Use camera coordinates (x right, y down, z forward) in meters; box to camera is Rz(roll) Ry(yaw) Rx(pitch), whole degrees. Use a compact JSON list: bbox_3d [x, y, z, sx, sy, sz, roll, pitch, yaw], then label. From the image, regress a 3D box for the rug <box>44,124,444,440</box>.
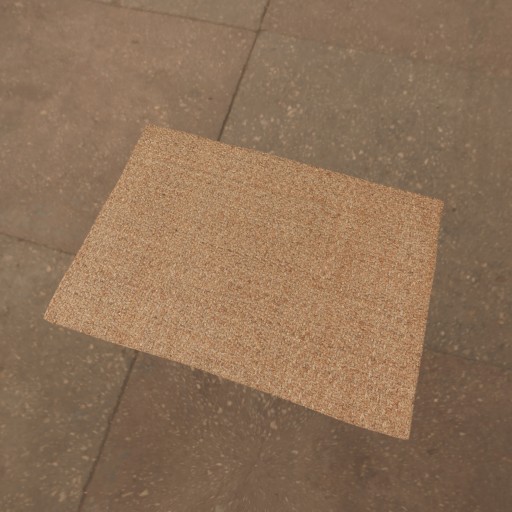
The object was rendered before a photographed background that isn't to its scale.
[{"bbox_3d":[0.000,0.000,2.744,2.141,0.013,1.566,16,66,7],"label":"rug"}]
